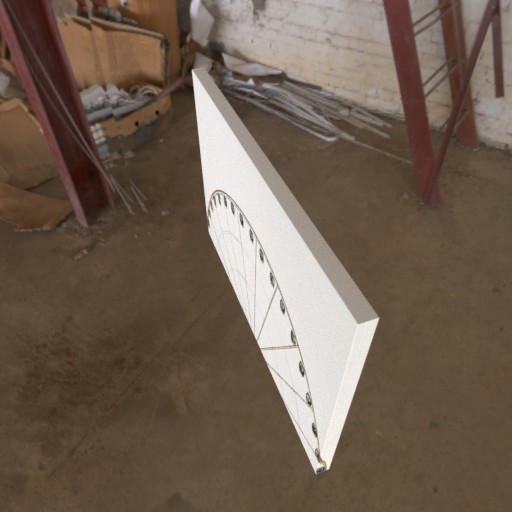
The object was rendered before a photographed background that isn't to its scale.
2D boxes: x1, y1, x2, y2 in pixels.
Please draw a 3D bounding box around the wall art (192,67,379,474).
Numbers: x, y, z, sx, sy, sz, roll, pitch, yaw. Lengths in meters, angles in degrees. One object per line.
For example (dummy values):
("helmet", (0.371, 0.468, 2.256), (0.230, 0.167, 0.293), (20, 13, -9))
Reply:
("wall art", (0.000, 0.000, 1.127), (0.038, 0.601, 0.898), (-15, 48, -14))
